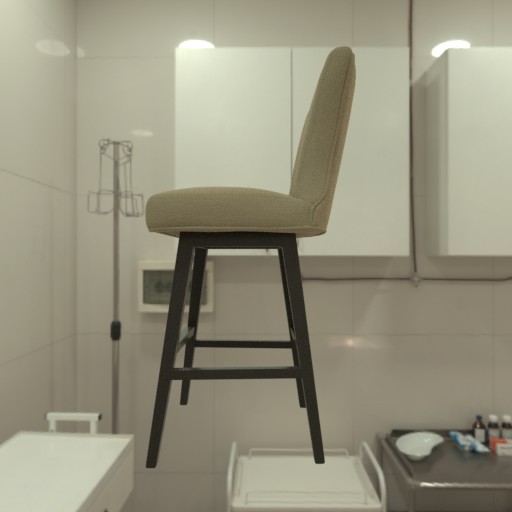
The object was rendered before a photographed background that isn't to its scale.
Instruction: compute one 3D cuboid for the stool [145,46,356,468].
[{"bbox_3d":[0.000,0.000,1.382,0.574,1.086,0.514,0,0,0],"label":"stool"}]
